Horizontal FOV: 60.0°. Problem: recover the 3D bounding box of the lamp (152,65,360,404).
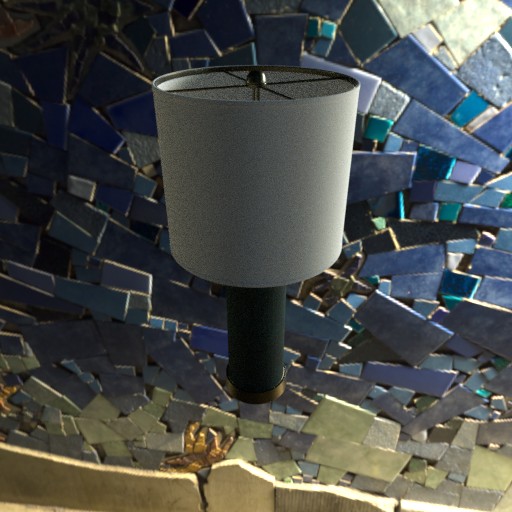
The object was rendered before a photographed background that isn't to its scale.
[{"bbox_3d":[0.000,0.000,0.805,0.301,0.630,0.301,11,33,18],"label":"lamp"}]
